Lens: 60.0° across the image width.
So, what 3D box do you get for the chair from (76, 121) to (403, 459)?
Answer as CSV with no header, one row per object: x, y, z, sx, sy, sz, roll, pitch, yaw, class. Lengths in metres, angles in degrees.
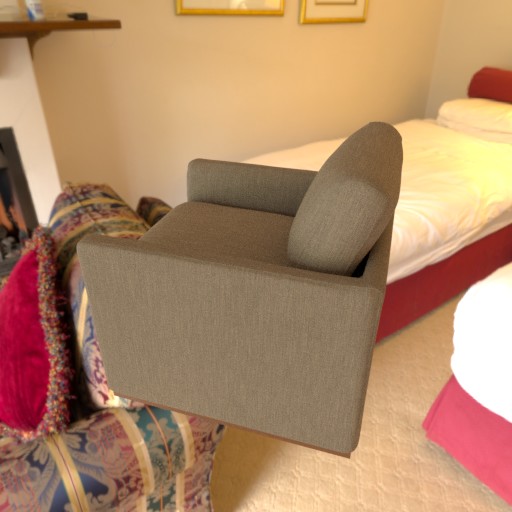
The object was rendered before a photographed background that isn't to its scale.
0.000,0.000,1.480,0.834,0.811,0.763,9,31,15,chair
